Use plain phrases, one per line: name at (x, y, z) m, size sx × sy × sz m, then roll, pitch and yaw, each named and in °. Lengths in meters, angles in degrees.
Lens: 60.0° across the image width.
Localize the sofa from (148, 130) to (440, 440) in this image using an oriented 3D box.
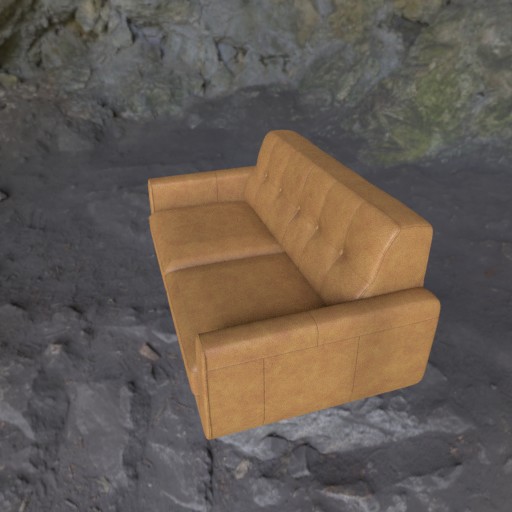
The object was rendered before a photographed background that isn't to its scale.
sofa at (0.000, 0.000, 2.287) m, size 0.952 × 0.925 × 1.651 m, roll -9°, pitch 32°, yaw -15°
